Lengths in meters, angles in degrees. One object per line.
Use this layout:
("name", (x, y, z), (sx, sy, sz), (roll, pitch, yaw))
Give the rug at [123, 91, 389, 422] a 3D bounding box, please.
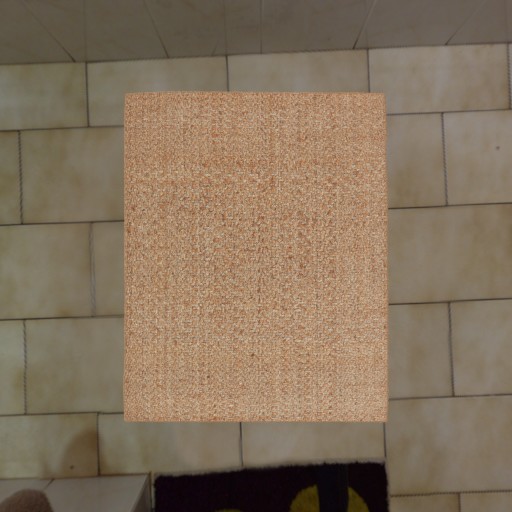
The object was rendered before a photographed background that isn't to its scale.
("rug", (0.000, 0.000, 4.081), (2.439, 0.013, 3.048), (0, 89, 0))
